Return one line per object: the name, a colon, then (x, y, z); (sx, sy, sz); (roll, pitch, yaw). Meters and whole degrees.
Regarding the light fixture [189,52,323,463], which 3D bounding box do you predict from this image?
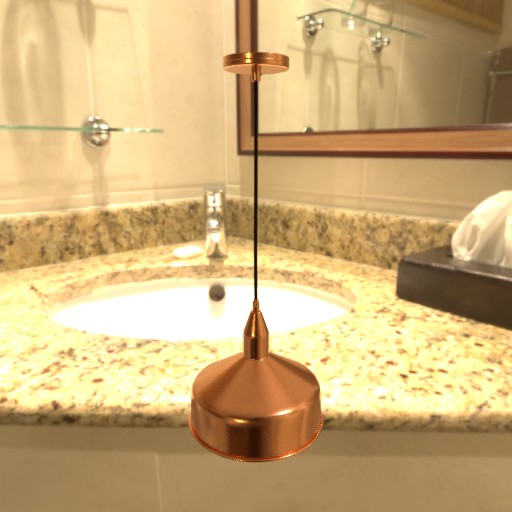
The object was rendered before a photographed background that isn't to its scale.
light fixture: (0.000, 0.000, 0.913); (0.301, 0.754, 0.301); (2, 14, 9)
